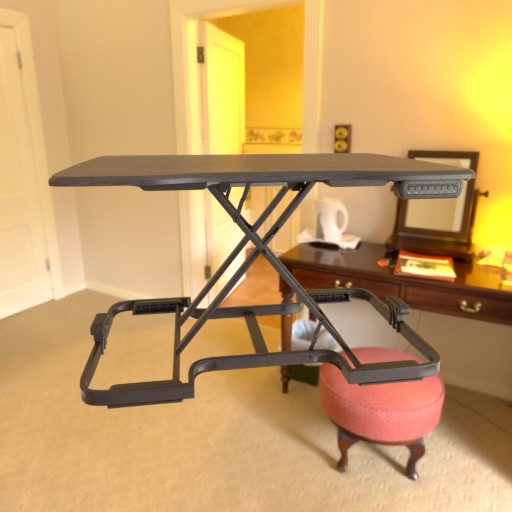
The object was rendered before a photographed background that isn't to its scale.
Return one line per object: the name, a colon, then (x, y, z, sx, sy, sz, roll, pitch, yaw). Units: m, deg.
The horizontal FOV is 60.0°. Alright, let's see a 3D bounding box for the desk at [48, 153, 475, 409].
desk: (0.000, 0.000, 1.121, 0.820, 0.470, 0.546, -3, 17, -8)
